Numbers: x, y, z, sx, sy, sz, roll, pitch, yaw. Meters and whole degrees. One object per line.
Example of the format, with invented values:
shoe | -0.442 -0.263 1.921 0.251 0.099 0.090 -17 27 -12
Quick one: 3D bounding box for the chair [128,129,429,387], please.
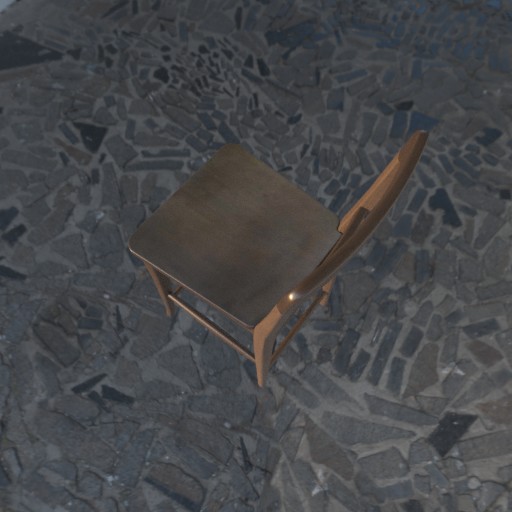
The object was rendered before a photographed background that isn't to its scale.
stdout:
chair | 0.000 0.000 1.253 0.546 0.991 0.450 35 69 16
